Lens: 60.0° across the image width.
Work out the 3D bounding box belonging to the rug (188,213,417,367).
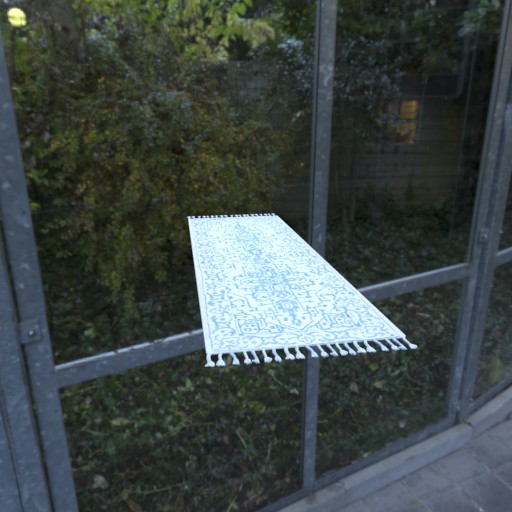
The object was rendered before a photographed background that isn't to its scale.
[{"bbox_3d":[0.000,0.000,2.698,0.774,0.011,2.449,-3,17,-9],"label":"rug"}]
